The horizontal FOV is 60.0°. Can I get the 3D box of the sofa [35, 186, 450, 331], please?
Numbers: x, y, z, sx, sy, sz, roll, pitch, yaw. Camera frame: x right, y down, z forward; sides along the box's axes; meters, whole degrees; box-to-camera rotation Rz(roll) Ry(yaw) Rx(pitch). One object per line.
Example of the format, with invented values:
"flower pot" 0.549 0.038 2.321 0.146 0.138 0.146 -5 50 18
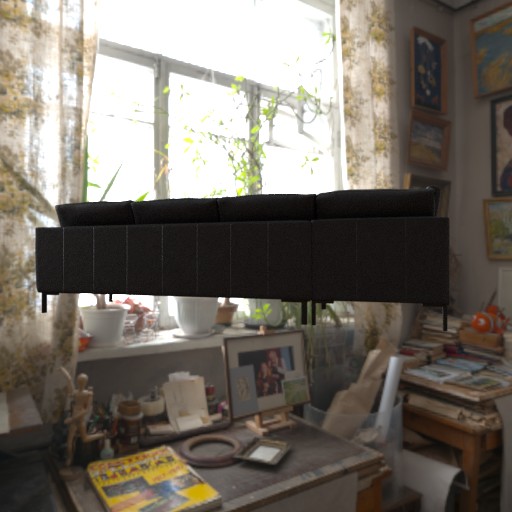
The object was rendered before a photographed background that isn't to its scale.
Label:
"sofa" 0.000 0.000 3.887 2.984 0.877 1.938 0 0 17
